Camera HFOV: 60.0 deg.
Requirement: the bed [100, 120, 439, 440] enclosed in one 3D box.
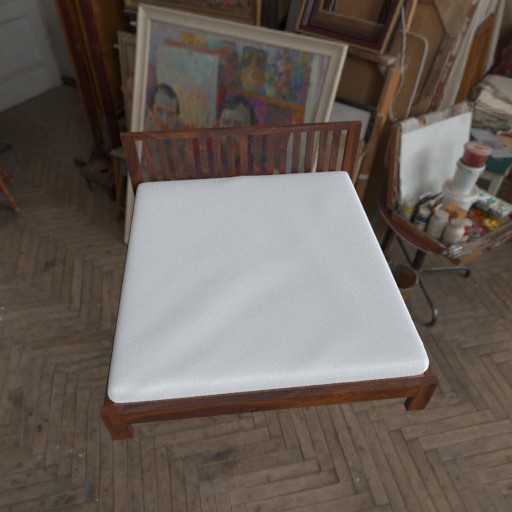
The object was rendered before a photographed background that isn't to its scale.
[{"bbox_3d":[0.000,0.000,3.102,1.905,0.890,2.030,-4,45,-4],"label":"bed"}]
